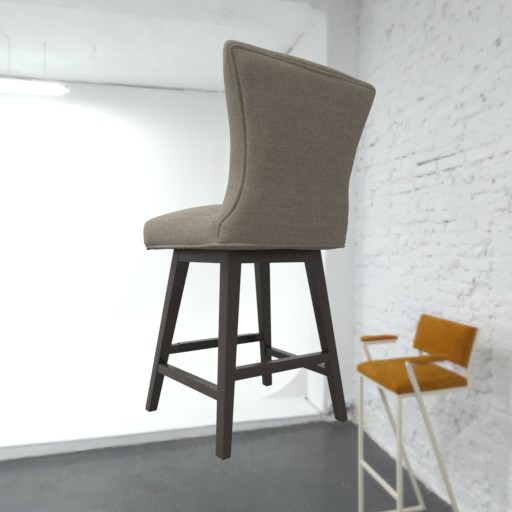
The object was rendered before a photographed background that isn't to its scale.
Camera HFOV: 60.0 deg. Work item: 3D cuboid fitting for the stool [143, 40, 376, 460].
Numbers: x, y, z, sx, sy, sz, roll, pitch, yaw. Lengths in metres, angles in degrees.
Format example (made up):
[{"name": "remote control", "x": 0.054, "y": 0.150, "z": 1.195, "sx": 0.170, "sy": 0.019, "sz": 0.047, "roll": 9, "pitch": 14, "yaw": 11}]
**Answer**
[{"name": "stool", "x": 0.000, "y": 0.000, "z": 1.347, "sx": 0.514, "sy": 1.000, "sz": 0.574, "roll": 0, "pitch": 1, "yaw": -35}]
